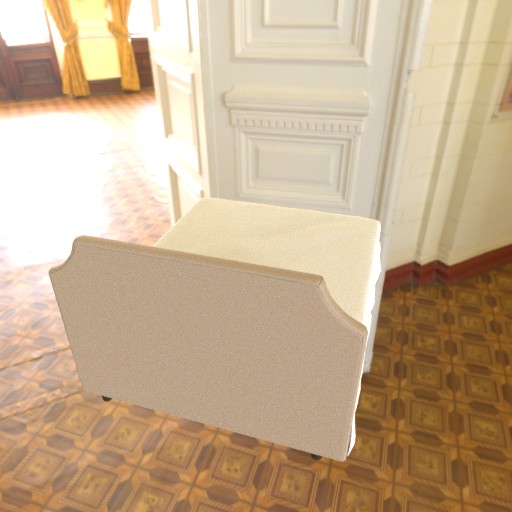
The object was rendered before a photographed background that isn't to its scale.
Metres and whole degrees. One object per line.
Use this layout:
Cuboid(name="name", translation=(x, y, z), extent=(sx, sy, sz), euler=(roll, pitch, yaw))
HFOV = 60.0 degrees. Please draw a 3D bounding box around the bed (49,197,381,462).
Cuboid(name="bed", translation=(0.000, 0.000, 4.189), extent=(2.350, 1.590, 2.773), euler=(9, 33, 15))
